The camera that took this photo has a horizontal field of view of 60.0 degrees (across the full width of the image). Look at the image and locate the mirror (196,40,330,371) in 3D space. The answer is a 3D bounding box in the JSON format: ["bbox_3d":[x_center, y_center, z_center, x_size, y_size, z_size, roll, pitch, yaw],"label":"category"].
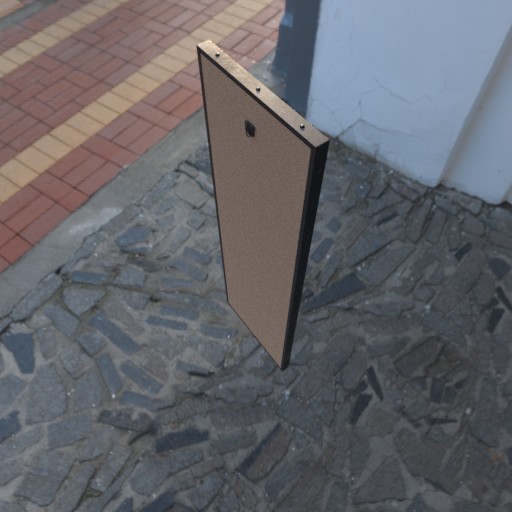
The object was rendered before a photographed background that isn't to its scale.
[{"bbox_3d":[0.000,0.000,1.226,0.042,1.080,0.354,-32,62,-19],"label":"mirror"}]
